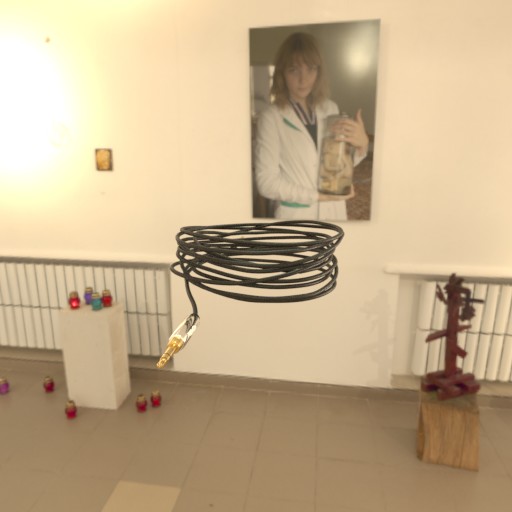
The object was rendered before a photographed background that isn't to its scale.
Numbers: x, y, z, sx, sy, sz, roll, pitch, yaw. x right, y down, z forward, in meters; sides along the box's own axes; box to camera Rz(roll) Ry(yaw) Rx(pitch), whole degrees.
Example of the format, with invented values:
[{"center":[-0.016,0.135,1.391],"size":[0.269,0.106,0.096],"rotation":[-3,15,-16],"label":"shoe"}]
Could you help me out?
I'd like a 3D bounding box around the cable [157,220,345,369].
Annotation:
[{"center":[0.000,0.000,0.505],"size":[0.198,0.069,0.432],"rotation":[2,15,8],"label":"cable"}]
